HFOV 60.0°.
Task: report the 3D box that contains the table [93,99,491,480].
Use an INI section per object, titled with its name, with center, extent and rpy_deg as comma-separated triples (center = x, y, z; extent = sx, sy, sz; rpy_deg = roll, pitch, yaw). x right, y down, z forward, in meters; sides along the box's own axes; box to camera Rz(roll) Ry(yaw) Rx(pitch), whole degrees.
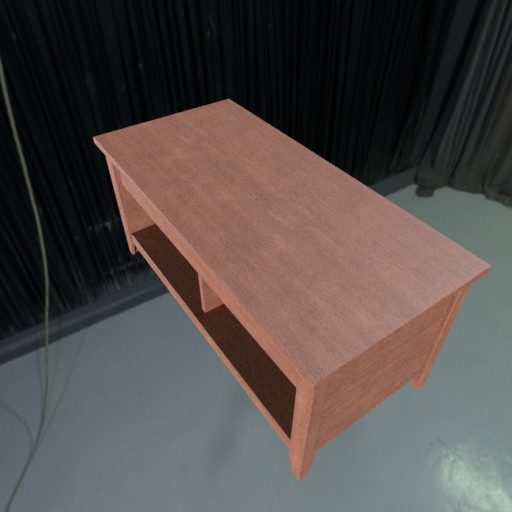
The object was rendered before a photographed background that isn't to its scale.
[table]
center = 0.000, 0.000, 1.277
extent = 0.483, 0.457, 1.016
rpy_deg = -25, 48, -25
